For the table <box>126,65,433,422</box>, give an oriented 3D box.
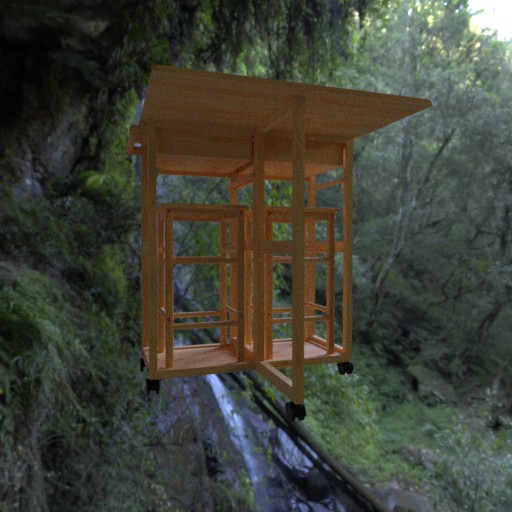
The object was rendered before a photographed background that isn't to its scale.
[{"bbox_3d":[0.000,0.000,1.381,0.752,0.832,0.693,0,1,-18],"label":"table"}]
